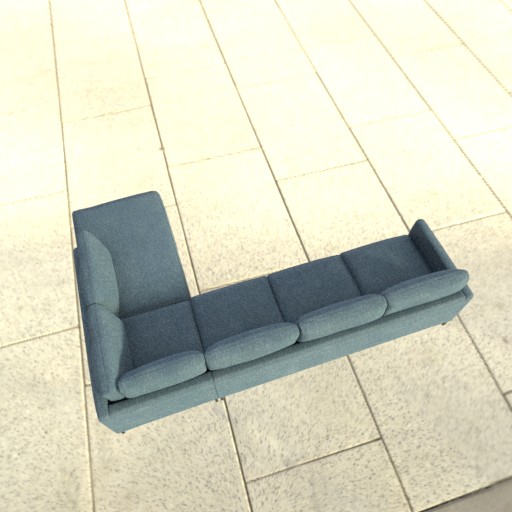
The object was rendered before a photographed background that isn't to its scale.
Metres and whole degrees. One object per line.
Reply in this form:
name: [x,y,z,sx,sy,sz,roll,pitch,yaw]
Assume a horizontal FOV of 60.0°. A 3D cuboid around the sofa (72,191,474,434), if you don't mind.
sofa: [0.000,0.000,3.836,2.949,0.815,2.007,-16,60,-10]
